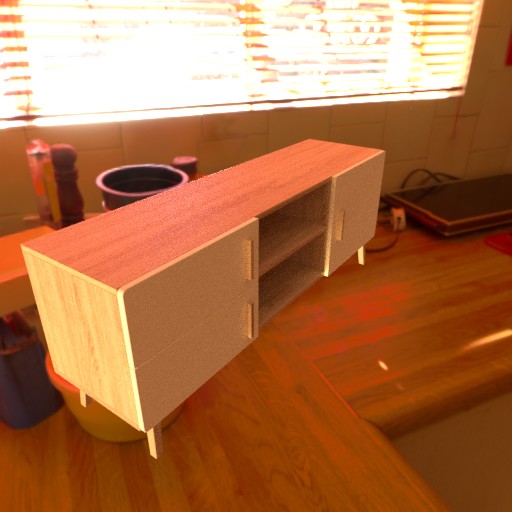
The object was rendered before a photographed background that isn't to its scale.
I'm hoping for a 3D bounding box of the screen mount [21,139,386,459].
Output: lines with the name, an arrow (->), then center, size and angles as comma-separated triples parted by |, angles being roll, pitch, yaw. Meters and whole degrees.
screen mount -> 0.000, 0.000, 1.706 | 0.420, 0.570, 1.500 | 18, 32, 31
